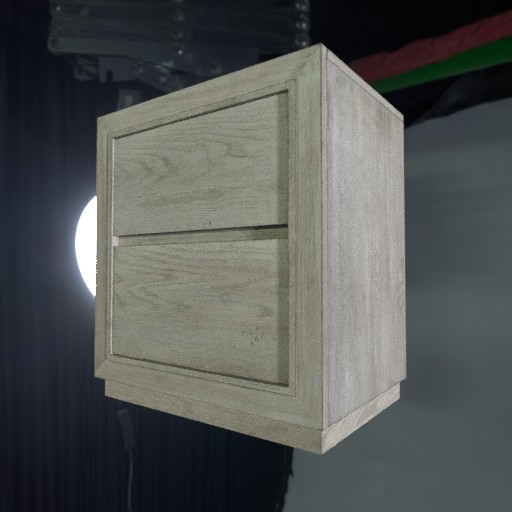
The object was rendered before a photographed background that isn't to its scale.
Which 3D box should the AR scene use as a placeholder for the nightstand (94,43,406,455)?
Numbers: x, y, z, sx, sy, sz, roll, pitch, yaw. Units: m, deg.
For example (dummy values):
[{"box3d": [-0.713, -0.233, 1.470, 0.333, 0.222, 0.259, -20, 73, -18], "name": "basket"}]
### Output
[{"box3d": [0.000, 0.000, 1.084, 0.612, 0.673, 0.483, -1, -2, 36], "name": "nightstand"}]
